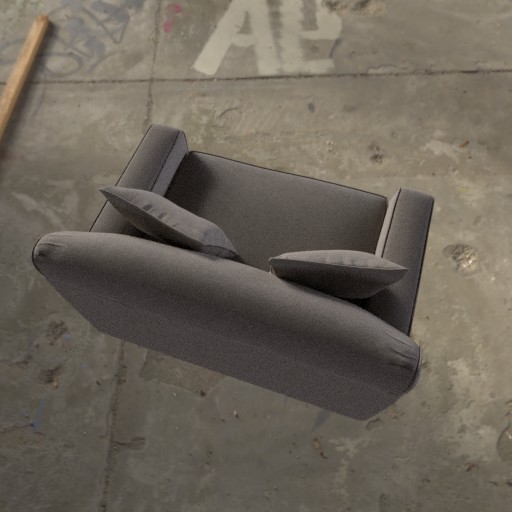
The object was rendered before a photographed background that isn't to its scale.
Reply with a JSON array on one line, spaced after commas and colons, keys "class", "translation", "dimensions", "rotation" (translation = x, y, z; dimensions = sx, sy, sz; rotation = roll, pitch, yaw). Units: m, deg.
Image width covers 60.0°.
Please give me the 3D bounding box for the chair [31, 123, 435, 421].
[{"class": "chair", "translation": [0.000, 0.000, 2.006], "dimensions": [1.395, 0.953, 0.992], "rotation": [17, 64, 8]}]
